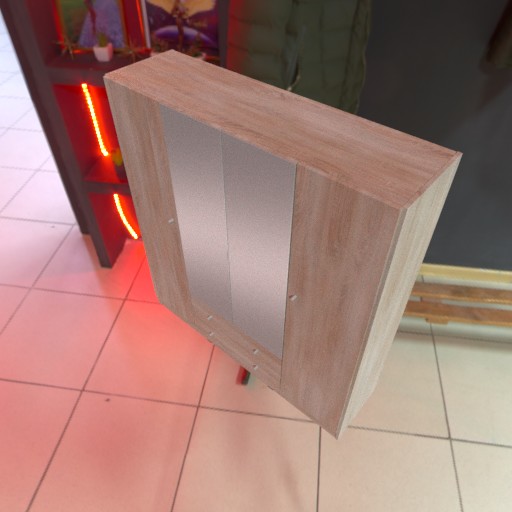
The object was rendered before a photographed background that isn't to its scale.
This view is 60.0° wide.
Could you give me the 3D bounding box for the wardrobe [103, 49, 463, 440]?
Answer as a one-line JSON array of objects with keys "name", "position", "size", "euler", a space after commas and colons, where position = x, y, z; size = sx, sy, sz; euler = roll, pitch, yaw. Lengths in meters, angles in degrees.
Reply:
[{"name": "wardrobe", "position": [0.000, 0.000, 3.099], "size": [1.998, 2.159, 0.598], "euler": [31, 52, 28]}]
